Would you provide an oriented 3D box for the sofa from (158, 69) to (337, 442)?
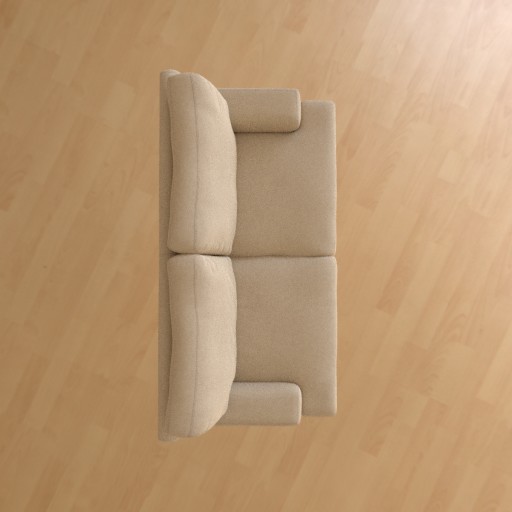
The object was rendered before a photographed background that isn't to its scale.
[{"bbox_3d":[0.000,0.000,2.490,0.962,0.967,1.885,0,89,1],"label":"sofa"}]
